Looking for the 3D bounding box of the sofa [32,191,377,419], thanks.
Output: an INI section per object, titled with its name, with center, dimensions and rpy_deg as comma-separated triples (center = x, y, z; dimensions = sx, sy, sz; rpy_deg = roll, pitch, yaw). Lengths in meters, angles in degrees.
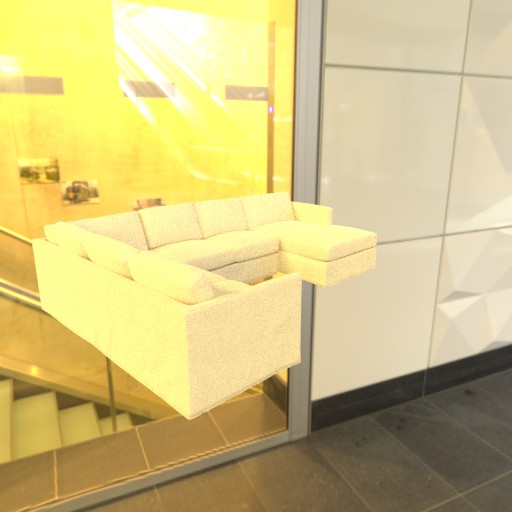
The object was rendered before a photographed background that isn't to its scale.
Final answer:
[sofa]
center = 0.000, 0.000, 4.490
dimensions = 3.460, 0.882, 2.427
rpy_deg = -15, 22, -42
